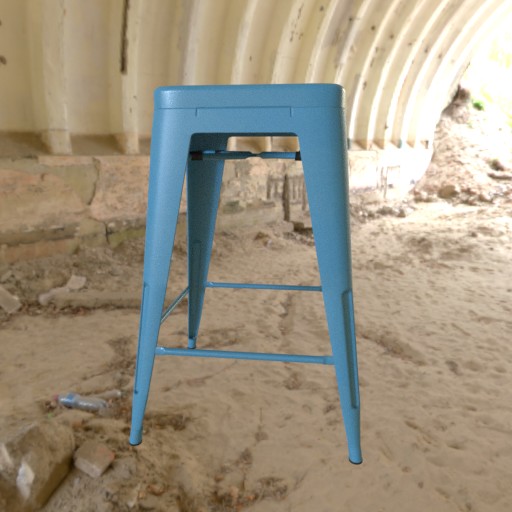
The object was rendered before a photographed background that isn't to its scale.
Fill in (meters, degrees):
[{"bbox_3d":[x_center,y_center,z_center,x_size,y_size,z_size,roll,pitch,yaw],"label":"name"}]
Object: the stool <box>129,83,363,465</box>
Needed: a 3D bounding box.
[{"bbox_3d":[0.000,0.000,0.885,0.410,0.608,0.410,2,14,7],"label":"stool"}]
